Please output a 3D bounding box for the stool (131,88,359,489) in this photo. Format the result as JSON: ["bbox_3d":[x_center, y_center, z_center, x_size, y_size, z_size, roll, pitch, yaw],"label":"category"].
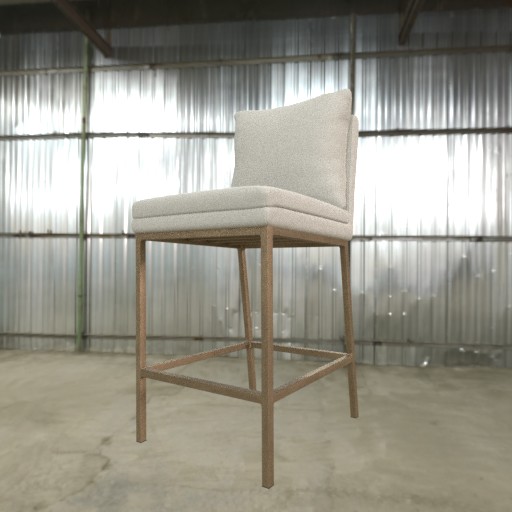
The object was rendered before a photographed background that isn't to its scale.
[{"bbox_3d":[0.000,0.000,1.324,0.463,1.032,0.572,0,0,35],"label":"stool"}]
